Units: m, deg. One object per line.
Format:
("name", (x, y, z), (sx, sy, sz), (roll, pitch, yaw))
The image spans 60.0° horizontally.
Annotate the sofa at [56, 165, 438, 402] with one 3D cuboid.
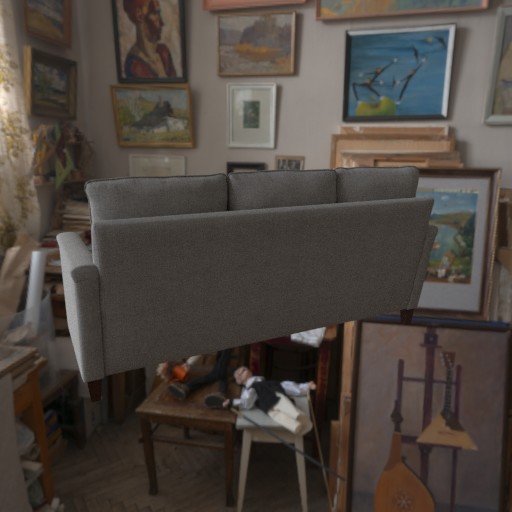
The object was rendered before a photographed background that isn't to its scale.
("sofa", (0.000, 0.000, 2.412), (1.925, 0.959, 0.828), (-7, 16, -26))
